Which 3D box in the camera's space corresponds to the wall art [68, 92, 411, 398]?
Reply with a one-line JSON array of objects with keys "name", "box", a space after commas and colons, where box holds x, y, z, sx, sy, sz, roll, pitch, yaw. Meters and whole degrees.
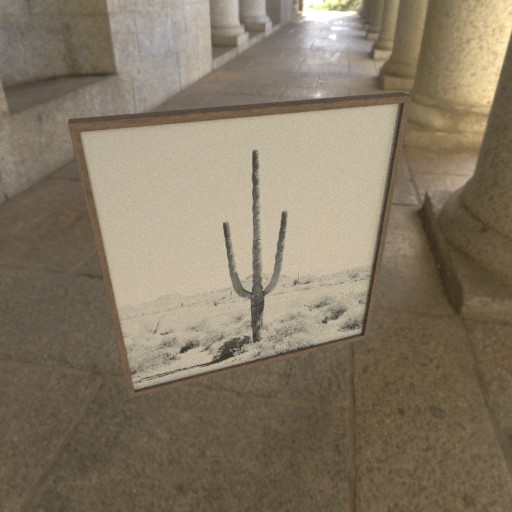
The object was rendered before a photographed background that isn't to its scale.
[{"name": "wall art", "box": [0.000, 0.000, 1.157, 0.762, 0.762, 0.038, -10, 33, -16]}]
